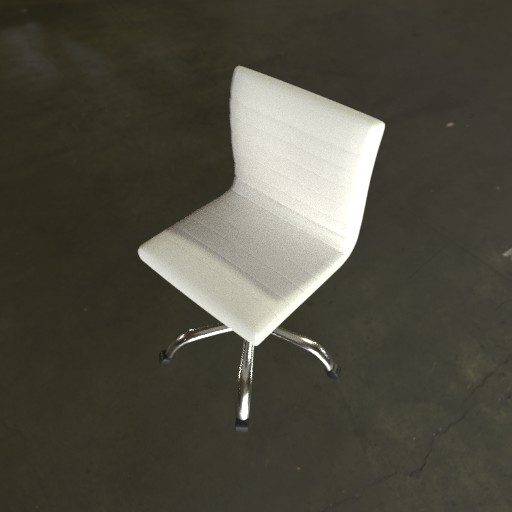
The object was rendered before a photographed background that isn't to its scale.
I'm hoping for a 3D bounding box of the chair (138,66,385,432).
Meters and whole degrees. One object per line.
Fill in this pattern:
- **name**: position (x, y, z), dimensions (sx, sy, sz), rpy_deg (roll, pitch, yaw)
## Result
- **chair**: position (0.000, 0.000, 1.138), dimensions (0.556, 0.780, 0.530), rpy_deg (33, 55, 27)
